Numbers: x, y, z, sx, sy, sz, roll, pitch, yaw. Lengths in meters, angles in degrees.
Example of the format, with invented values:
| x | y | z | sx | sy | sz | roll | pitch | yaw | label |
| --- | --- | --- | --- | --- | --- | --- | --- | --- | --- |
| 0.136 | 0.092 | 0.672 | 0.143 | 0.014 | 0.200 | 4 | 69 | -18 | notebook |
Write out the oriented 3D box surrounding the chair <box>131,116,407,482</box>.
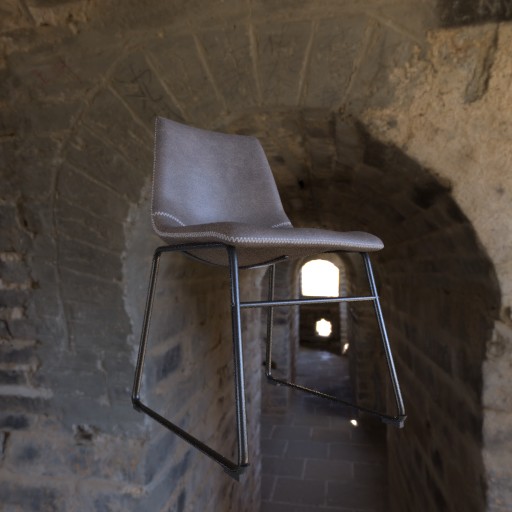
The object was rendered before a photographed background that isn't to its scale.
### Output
| x | y | z | sx | sy | sz | roll | pitch | yaw | label |
| --- | --- | --- | --- | --- | --- | --- | --- | --- | --- |
| 0.000 | 0.000 | 1.099 | 0.460 | 0.780 | 0.550 | 1 | -2 | -36 | chair |
